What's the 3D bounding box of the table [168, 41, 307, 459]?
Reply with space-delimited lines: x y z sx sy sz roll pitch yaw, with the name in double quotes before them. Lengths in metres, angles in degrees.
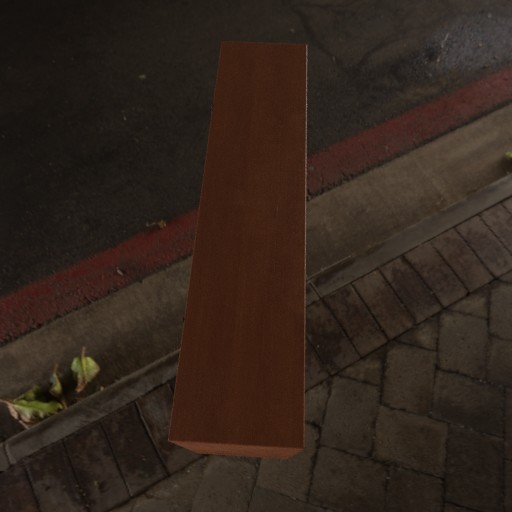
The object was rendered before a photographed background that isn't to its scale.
"table" 0.000 0.000 1.494 0.308 0.698 1.220 3 63 1
